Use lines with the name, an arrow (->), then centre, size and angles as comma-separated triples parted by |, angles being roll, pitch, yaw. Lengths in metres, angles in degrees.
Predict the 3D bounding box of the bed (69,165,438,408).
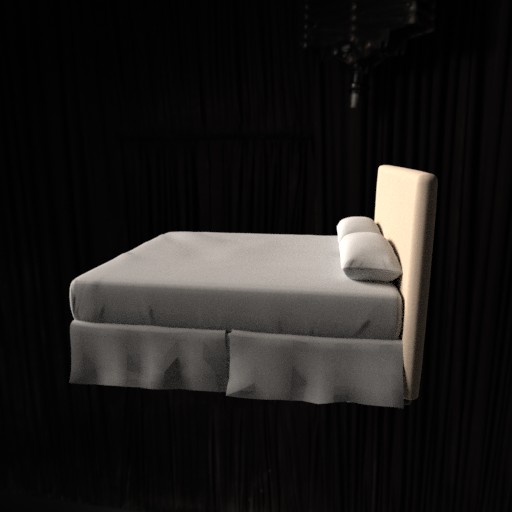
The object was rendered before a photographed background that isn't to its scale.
bed -> 0.000, 0.000, 3.361 | 2.142, 1.330, 1.884 | 2, 13, 9
